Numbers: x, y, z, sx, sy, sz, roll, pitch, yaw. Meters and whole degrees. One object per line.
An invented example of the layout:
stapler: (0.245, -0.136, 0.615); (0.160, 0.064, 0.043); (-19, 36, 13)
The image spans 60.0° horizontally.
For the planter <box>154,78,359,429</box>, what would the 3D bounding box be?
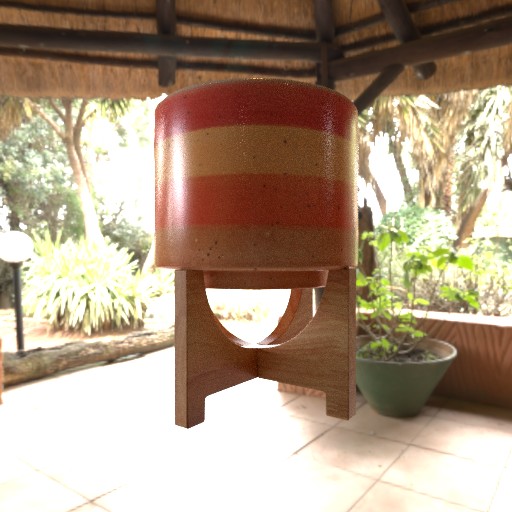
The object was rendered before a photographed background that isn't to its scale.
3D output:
planter: (0.000, 0.000, 0.425); (0.199, 0.268, 0.199); (0, 0, 0)
